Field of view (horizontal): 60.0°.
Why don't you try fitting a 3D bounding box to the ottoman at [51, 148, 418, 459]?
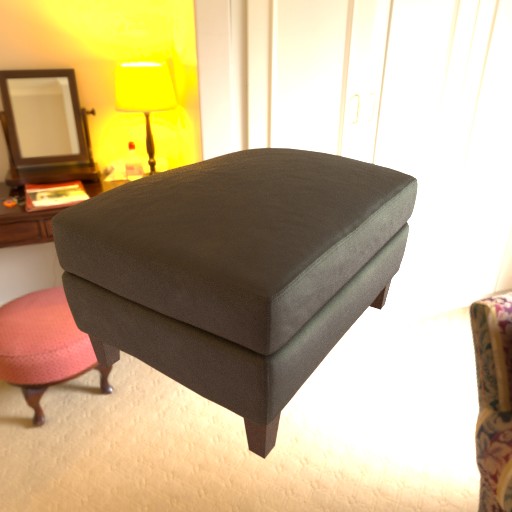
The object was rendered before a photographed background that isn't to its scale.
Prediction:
[{"bbox_3d":[0.000,0.000,1.278,0.659,0.529,0.887,17,31,30],"label":"ottoman"}]
